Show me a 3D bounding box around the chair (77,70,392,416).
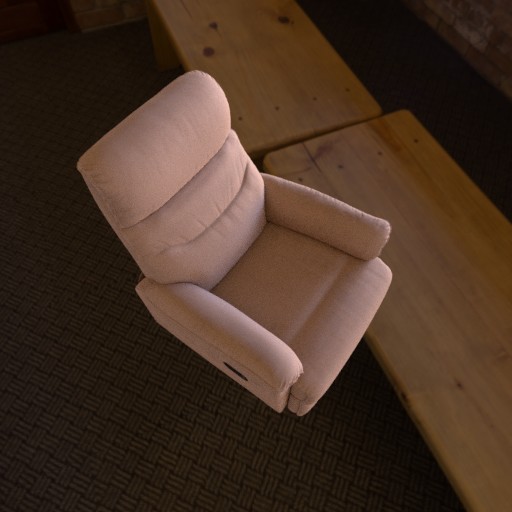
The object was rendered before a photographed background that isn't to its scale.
[{"bbox_3d":[0.000,0.000,1.761,1.004,1.037,0.820,31,63,18],"label":"chair"}]
